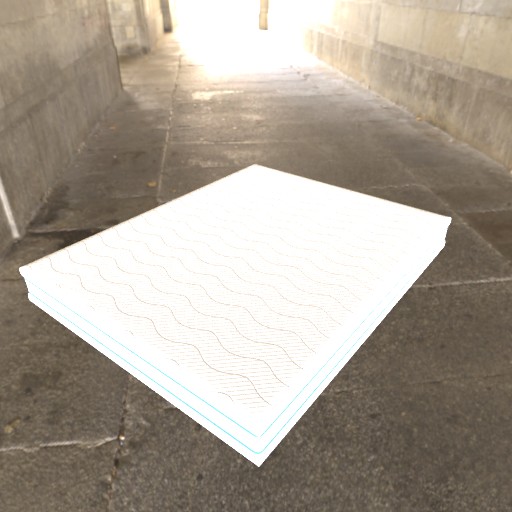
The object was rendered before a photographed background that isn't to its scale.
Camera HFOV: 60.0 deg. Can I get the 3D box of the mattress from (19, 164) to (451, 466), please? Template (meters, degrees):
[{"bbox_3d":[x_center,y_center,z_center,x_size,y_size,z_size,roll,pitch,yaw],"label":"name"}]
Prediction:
[{"bbox_3d":[0.000,0.000,2.628,1.600,0.230,2.000,22,38,32],"label":"mattress"}]
